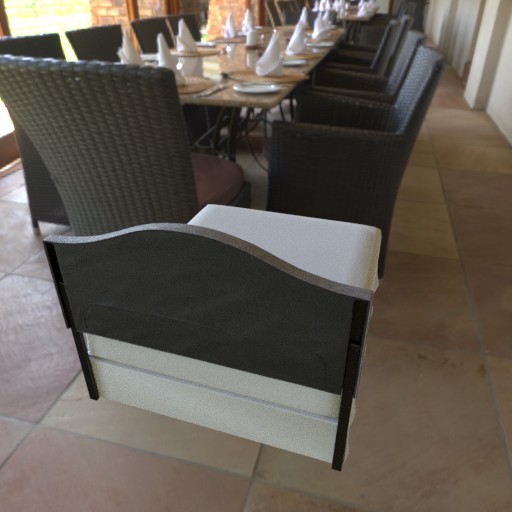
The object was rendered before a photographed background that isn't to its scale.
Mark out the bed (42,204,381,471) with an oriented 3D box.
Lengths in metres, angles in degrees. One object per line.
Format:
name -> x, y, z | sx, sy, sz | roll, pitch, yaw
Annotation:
bed -> 0.000, 0.000, 2.933 | 1.610, 1.295, 1.870 | 10, 32, 16
